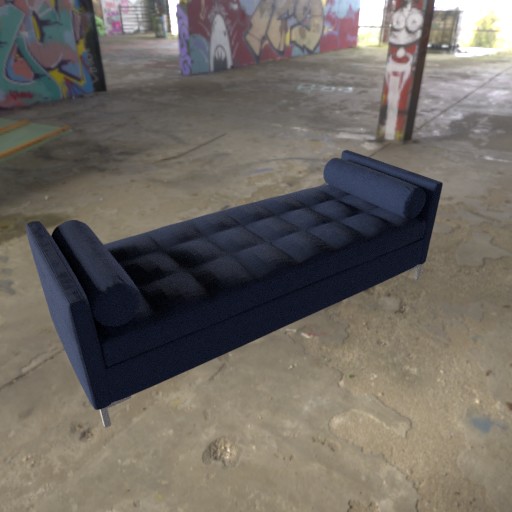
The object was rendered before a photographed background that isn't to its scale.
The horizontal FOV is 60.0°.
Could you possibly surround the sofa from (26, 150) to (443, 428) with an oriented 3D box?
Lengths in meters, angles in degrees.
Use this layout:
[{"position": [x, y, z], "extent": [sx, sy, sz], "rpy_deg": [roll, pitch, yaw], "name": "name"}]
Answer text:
[{"position": [0.000, 0.000, 2.448], "extent": [2.102, 0.657, 0.797], "rpy_deg": [-19, 35, -29], "name": "sofa"}]
